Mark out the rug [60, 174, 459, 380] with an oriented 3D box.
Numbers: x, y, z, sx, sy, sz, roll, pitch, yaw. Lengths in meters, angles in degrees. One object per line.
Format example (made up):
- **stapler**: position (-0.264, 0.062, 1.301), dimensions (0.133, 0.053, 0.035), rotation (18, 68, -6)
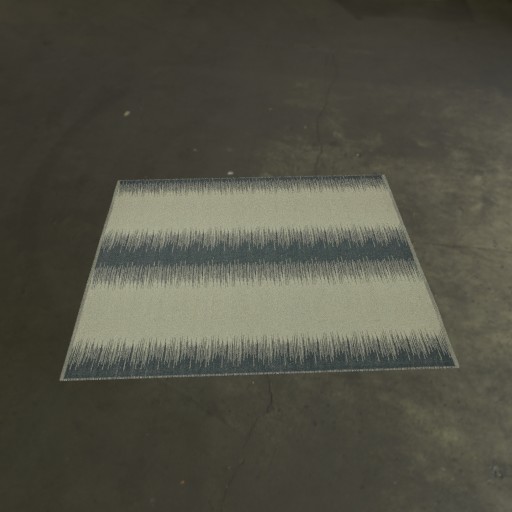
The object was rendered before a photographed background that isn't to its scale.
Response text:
- **rug**: position (0.000, 0.000, 4.182), dimensions (3.037, 0.004, 2.453), rotation (-2, 47, -1)
